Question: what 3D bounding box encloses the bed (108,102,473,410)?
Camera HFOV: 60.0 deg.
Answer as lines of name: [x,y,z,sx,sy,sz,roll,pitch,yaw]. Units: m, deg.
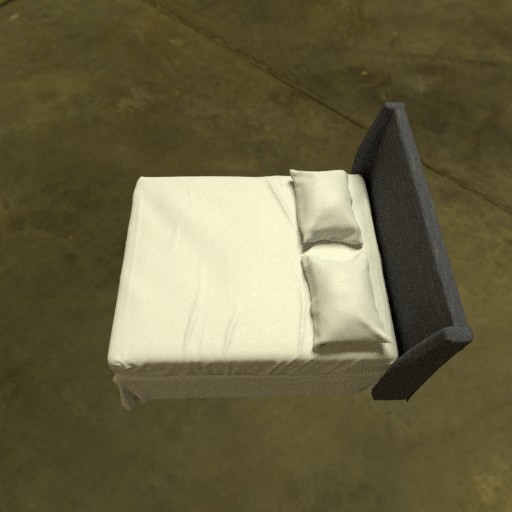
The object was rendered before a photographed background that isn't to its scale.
bed: [0.000,0.000,3.353,2.276,1.332,1.925,-1,58,-1]
